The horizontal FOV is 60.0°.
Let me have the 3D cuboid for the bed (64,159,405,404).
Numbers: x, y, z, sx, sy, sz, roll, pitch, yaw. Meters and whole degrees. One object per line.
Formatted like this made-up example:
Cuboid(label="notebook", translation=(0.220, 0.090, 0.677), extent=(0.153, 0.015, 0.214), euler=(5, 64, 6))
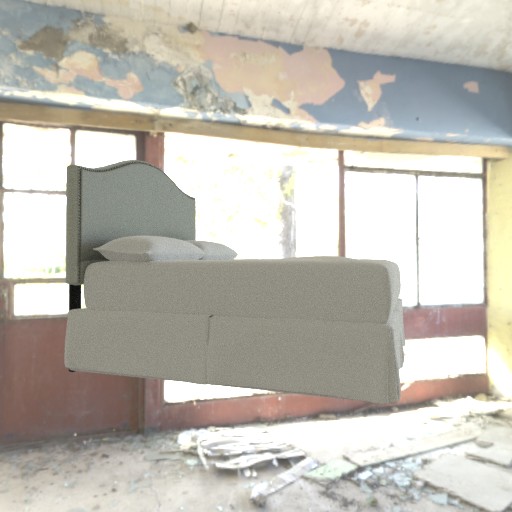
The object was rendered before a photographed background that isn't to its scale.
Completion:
Cuboid(label="bed", translation=(0.000, 0.000, 3.442), extent=(2.180, 1.607, 1.813), euler=(0, 0, 20))
